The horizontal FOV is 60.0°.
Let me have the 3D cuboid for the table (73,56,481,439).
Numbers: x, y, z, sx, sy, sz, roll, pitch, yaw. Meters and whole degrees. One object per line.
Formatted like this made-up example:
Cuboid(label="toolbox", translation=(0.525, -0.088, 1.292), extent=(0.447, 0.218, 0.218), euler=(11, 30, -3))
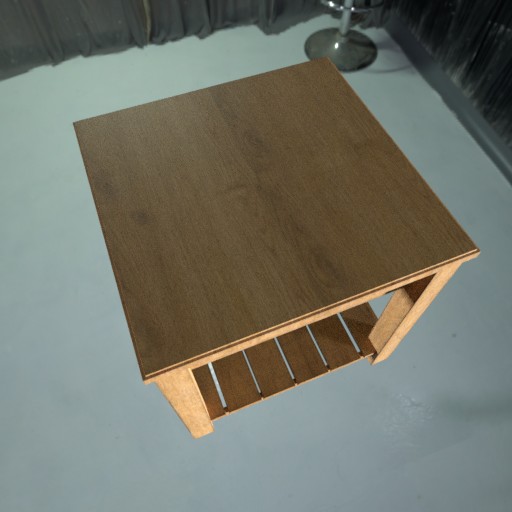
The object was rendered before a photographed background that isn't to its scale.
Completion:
Cuboid(label="table", translation=(0.000, 0.000, 1.124), extent=(0.616, 0.593, 0.612), euler=(-19, 61, -11))
